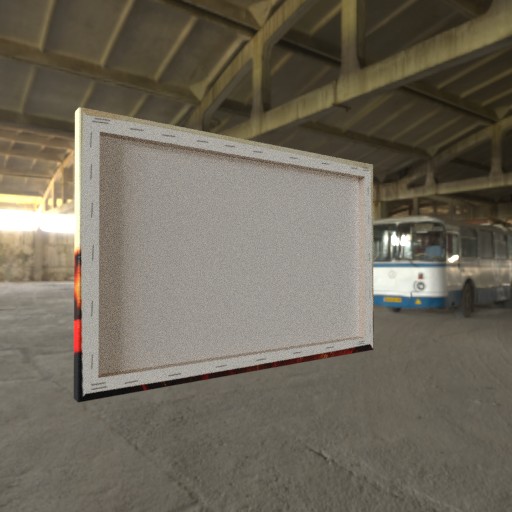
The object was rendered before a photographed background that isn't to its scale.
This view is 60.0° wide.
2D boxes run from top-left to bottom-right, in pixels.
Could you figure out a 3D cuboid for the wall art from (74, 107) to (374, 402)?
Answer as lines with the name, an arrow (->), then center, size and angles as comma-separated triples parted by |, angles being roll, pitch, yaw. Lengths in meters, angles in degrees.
wall art -> 0.000, 0.000, 1.185 | 0.918, 0.602, 0.038 | 1, -1, -36
